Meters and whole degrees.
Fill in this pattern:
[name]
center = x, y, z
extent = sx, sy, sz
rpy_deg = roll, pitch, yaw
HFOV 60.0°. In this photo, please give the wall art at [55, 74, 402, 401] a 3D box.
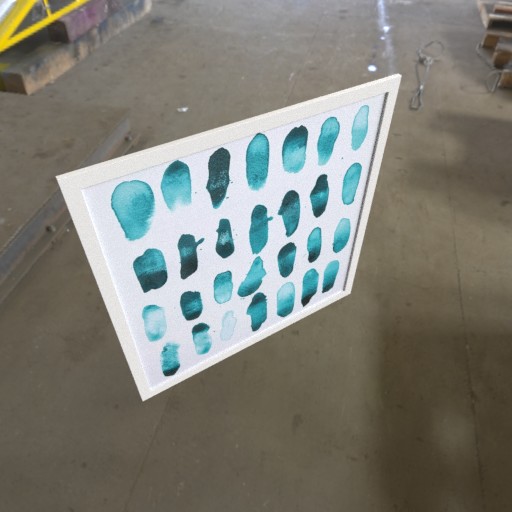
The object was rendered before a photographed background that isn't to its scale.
[wall art]
center = 0.000, 0.000, 0.829
extent = 0.558, 0.559, 0.009
rpy_deg = -24, 50, -22
